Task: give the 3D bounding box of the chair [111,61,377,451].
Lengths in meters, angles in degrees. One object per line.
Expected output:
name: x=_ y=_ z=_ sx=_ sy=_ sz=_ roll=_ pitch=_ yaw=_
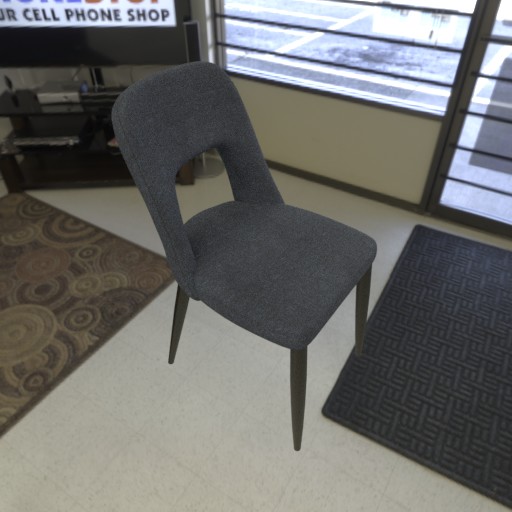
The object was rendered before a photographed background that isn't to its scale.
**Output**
chair: x=0.000 y=0.000 z=1.275 sx=0.612 sy=0.931 sz=0.470 roll=25 pitch=46 yaw=26
